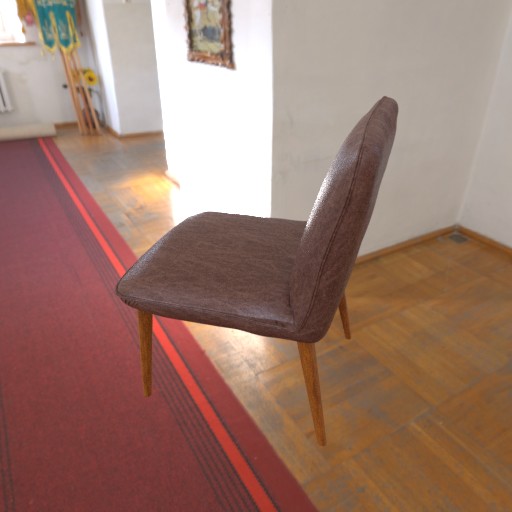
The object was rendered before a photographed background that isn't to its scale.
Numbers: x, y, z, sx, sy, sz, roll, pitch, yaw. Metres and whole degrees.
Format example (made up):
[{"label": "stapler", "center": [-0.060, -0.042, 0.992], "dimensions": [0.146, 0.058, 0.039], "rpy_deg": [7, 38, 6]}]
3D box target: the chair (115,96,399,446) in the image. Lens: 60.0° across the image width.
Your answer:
[{"label": "chair", "center": [0.000, 0.000, 1.218], "dimensions": [0.645, 0.803, 0.543], "rpy_deg": [7, 31, 12]}]
